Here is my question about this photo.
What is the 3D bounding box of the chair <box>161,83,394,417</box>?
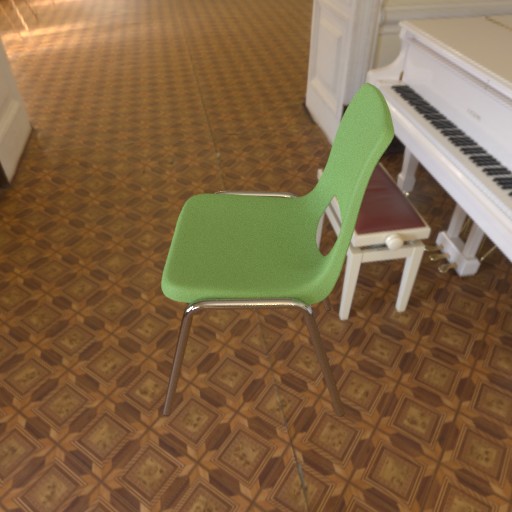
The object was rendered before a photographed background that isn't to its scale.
[{"bbox_3d":[0.000,0.000,0.966,0.436,0.704,0.381,1,41,1],"label":"chair"}]
